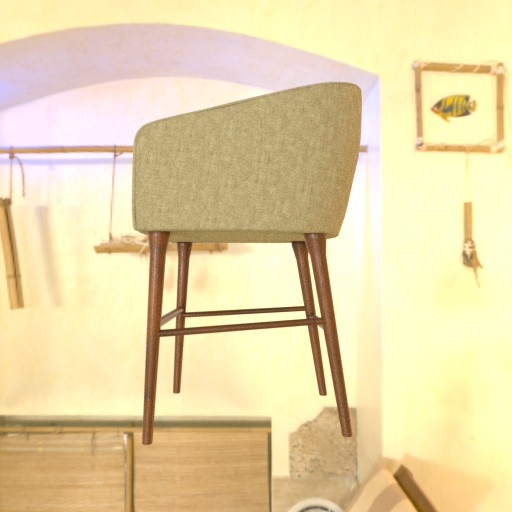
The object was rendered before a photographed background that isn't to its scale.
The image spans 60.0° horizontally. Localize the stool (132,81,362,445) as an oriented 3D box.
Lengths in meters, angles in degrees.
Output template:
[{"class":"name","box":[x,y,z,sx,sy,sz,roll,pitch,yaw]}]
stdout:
[{"class":"stool","box":[0.000,0.000,1.354,0.635,0.952,0.559,0,-2,-1]}]
